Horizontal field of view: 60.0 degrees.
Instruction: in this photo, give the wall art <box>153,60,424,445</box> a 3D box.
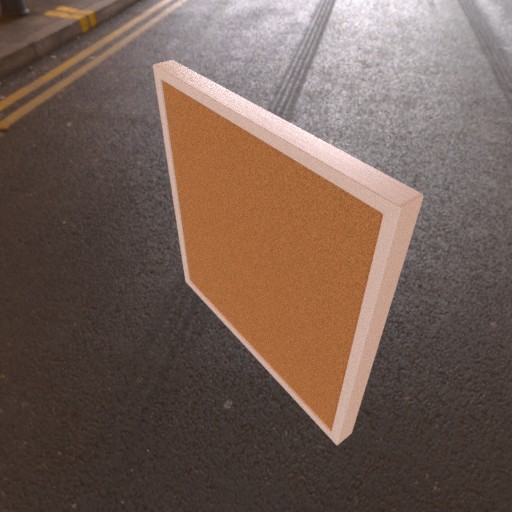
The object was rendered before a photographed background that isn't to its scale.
[{"bbox_3d":[0.000,0.000,0.758,0.038,0.508,0.508,-27,49,-27],"label":"wall art"}]
